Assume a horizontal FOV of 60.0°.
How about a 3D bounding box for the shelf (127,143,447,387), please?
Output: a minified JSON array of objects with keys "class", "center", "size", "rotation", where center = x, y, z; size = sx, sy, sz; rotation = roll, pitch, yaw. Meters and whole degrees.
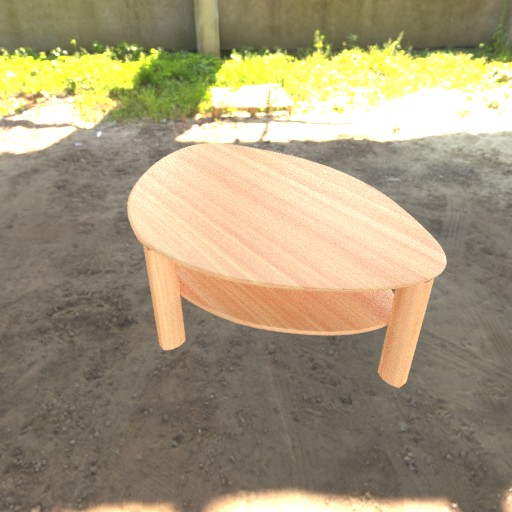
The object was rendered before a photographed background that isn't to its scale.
[{"class":"shelf","center":[0.000,0.000,1.620],"size":[0.845,0.440,1.246],"rotation":[-22,39,-30]}]
